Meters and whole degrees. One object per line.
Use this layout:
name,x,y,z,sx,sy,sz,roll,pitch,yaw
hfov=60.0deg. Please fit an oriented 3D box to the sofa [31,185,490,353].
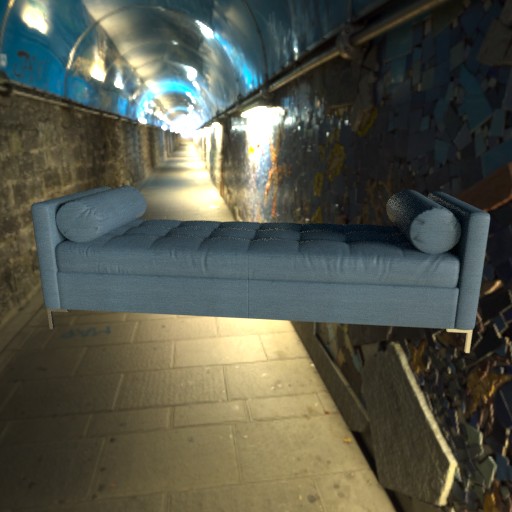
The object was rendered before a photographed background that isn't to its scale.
sofa,0.000,0.000,2.289,1.981,0.635,0.686,2,16,7
